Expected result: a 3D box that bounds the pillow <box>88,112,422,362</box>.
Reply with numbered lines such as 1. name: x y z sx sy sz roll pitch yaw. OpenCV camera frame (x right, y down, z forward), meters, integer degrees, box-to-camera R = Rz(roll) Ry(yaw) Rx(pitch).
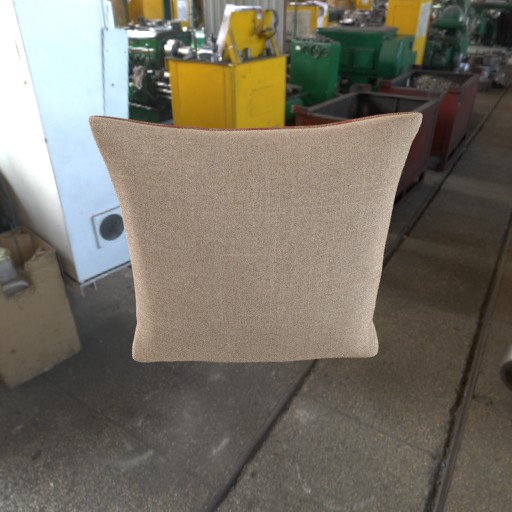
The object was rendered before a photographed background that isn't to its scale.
1. pillow: 0.000 0.000 0.797 0.511 0.503 0.182 -1 31 -1
